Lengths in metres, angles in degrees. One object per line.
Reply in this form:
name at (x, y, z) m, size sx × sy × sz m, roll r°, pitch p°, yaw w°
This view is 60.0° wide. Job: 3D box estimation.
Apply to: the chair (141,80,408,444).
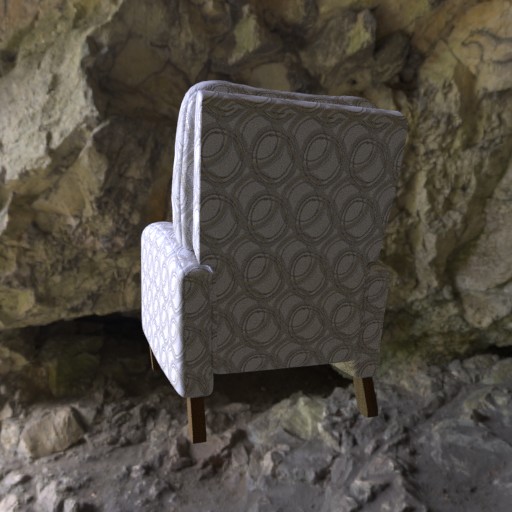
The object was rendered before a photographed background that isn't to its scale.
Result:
chair at (0.000, 0.000, 1.712) m, size 0.796 × 1.065 × 0.995 m, roll -1°, pitch 3°, yaw -19°
